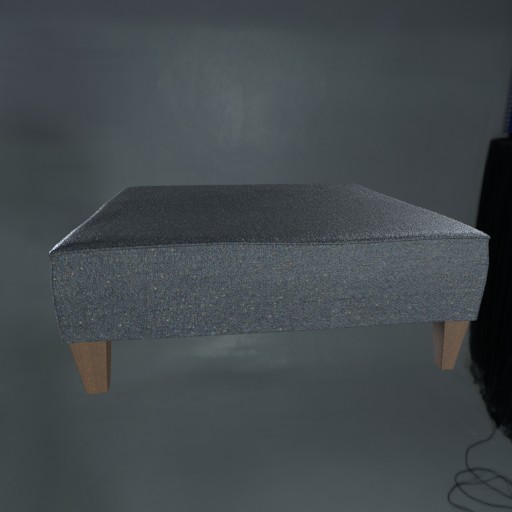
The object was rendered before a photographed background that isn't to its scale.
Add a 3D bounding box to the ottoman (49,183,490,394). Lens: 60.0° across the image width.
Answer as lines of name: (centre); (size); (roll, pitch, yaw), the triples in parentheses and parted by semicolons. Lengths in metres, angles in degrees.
ottoman: (0.000, 0.000, 1.479); (1.004, 0.382, 0.968); (-2, 17, -7)
